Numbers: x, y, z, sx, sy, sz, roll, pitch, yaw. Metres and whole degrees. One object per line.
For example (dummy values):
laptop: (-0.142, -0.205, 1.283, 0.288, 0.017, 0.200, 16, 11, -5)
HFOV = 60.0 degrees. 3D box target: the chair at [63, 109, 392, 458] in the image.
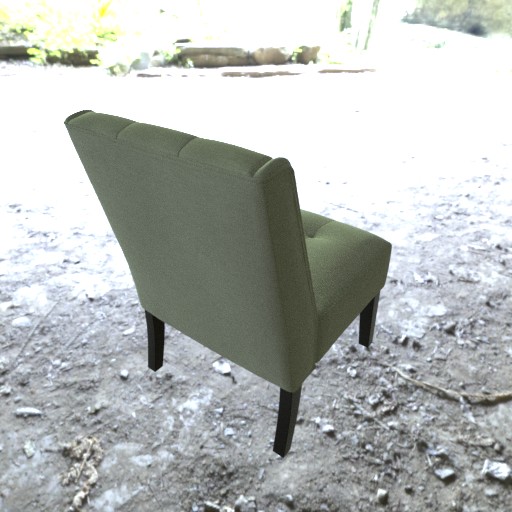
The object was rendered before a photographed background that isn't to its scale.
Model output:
chair: (0.000, 0.000, 1.259, 0.569, 0.853, 0.676, 22, 38, 31)
